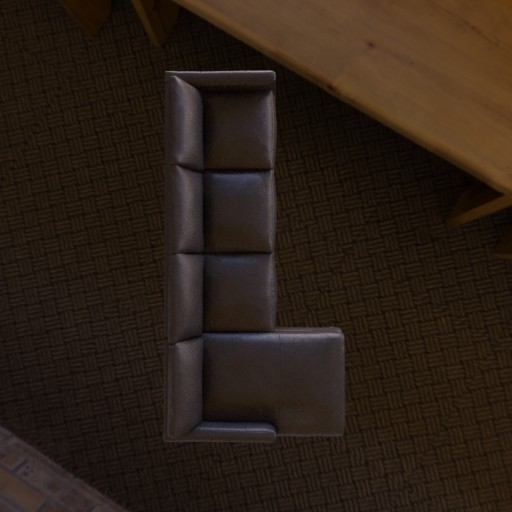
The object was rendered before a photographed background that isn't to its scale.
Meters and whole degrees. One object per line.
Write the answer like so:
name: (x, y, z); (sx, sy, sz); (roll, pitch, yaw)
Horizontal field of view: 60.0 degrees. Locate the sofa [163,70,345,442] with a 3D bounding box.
sofa: (0.000, 0.000, 3.742); (1.471, 0.859, 2.993); (0, 89, 3)
